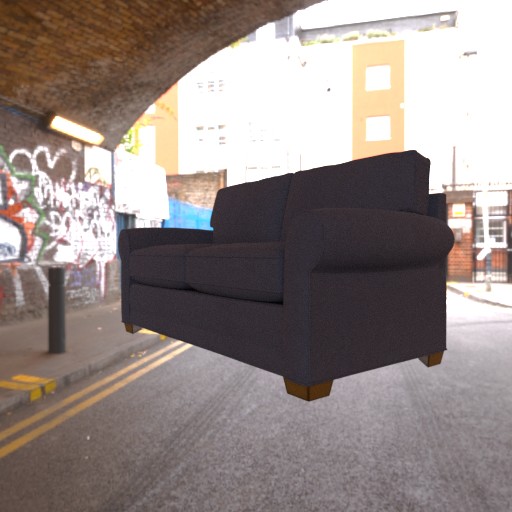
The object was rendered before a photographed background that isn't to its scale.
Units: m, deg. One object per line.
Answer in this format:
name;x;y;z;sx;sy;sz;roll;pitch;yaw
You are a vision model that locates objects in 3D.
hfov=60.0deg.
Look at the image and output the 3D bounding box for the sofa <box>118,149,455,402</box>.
sofa;0.000;0.000;2.552;0.951;1.031;2.009;-1;1;-37
